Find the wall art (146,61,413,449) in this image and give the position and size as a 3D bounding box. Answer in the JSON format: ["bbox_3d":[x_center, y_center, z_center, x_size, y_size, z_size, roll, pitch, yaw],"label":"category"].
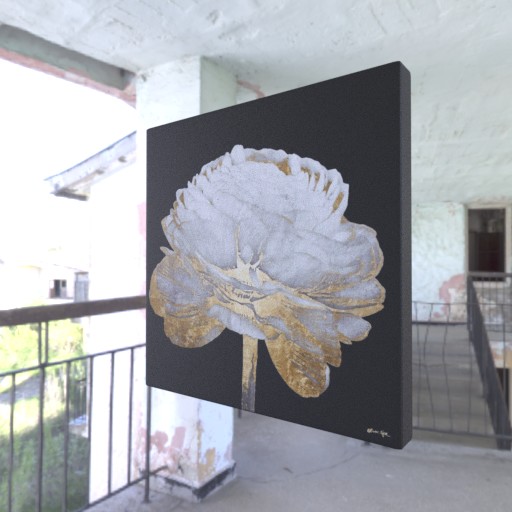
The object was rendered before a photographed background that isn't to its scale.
[{"bbox_3d":[0.000,0.000,0.597,0.406,0.407,0.041,-1,-1,37],"label":"wall art"}]
